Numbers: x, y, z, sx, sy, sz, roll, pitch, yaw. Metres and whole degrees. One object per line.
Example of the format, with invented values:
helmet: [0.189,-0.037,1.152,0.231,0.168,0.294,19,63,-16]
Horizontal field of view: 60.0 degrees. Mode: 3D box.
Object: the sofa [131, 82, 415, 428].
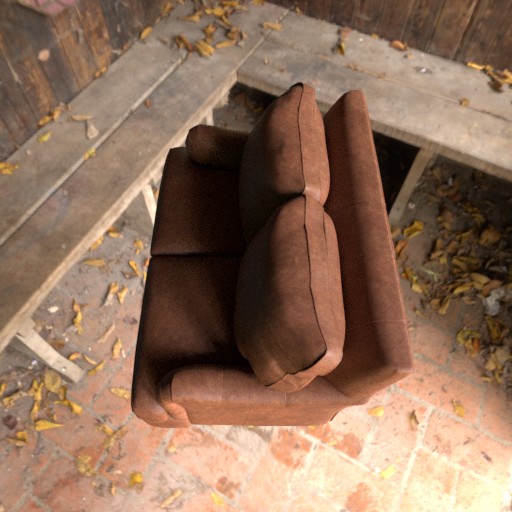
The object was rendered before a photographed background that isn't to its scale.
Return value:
sofa: [0.000,0.000,2.185,1.077,1.004,1.527,0,59,0]
